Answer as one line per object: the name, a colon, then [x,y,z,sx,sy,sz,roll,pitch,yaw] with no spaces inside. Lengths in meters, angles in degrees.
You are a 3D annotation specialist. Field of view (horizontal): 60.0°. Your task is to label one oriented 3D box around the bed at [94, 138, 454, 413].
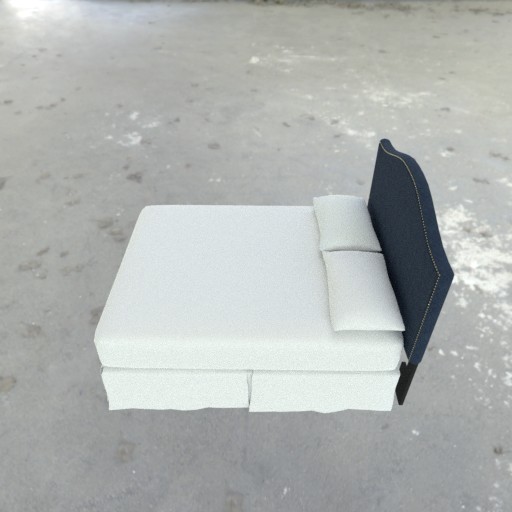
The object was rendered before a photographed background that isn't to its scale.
bed: [0.000,0.000,3.337,2.153,1.518,1.725,1,40,1]
